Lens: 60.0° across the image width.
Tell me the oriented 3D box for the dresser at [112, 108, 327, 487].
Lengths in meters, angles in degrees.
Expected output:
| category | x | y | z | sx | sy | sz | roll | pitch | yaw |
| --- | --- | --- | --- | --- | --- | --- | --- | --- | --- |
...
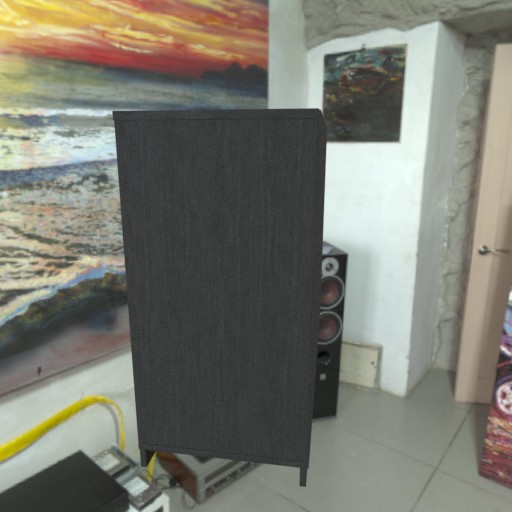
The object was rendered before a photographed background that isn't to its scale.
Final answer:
| category | x | y | z | sx | sy | sz | roll | pitch | yaw |
| --- | --- | --- | --- | --- | --- | --- | --- | --- | --- |
| dresser | 0.000 | 0.000 | 1.408 | 0.404 | 0.816 | 0.994 | 2 | 14 | 9 |
